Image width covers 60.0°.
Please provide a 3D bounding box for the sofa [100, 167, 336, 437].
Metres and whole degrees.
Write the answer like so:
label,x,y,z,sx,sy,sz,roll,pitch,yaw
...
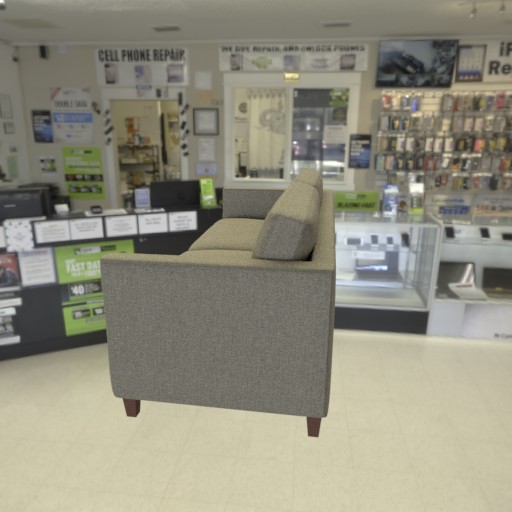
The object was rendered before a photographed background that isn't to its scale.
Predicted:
label,x,y,z,sx,sy,sz,roll,pitch,yaw
sofa,0.000,0.000,2.774,0.956,0.960,2.208,3,16,9
